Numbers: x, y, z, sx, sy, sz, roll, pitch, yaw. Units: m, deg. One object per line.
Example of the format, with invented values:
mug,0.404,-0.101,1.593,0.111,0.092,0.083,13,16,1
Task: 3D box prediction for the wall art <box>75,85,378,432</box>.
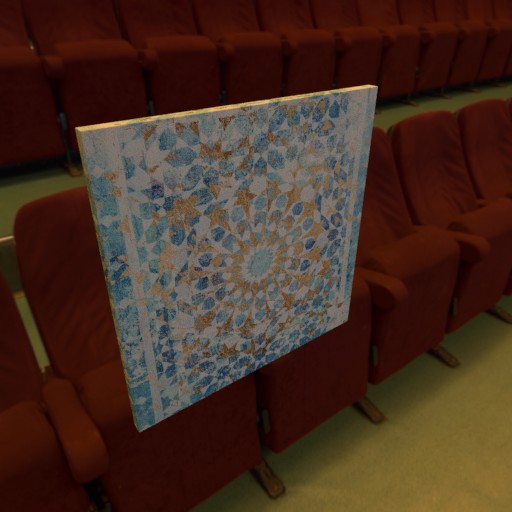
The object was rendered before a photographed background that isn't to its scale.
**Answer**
wall art,0.000,0.000,1.378,0.916,0.916,0.040,-20,36,-31
